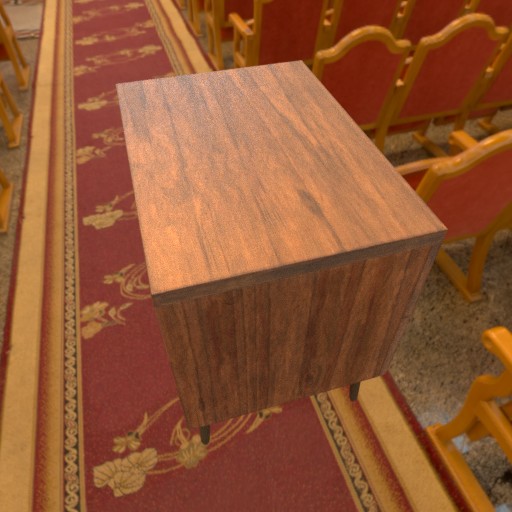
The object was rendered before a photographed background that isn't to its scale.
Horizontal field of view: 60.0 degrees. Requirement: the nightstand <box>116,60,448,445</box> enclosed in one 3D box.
[{"bbox_3d":[0.000,0.000,1.030,0.458,0.610,0.610,-12,48,-11],"label":"nightstand"}]
